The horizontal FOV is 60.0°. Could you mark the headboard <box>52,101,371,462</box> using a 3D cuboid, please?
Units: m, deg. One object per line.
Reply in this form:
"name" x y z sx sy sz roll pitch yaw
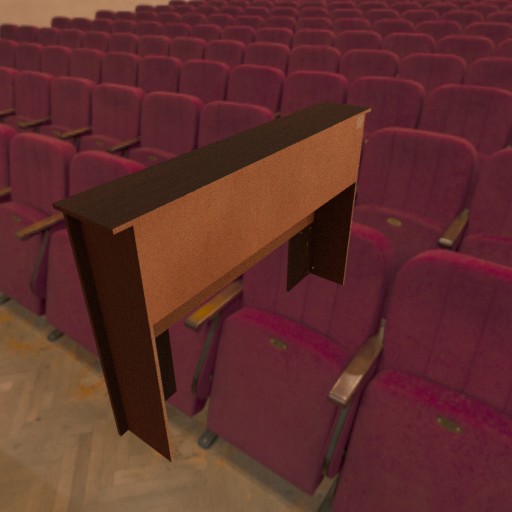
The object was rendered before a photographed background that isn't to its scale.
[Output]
"headboard" 0.000 0.000 2.102 0.279 1.092 1.671 21 37 30
